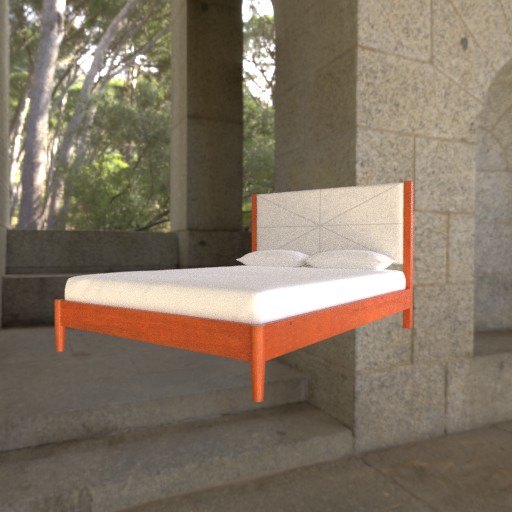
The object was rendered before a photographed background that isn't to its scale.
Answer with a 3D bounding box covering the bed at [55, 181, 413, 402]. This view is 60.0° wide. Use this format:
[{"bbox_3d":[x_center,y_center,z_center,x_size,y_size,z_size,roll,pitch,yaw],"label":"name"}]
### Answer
[{"bbox_3d":[0.000,0.000,3.127,1.566,1.165,2.117,1,1,36],"label":"bed"}]
